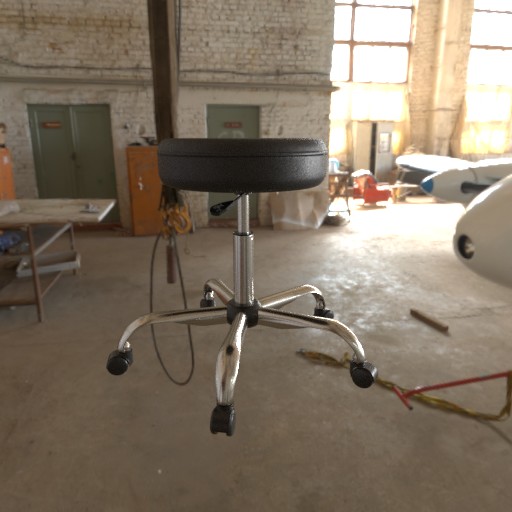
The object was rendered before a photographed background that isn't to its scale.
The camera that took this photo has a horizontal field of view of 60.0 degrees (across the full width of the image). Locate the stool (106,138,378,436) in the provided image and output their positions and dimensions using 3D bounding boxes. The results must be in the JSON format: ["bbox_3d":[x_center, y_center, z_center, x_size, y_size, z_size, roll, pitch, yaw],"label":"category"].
[{"bbox_3d":[0.000,0.000,1.120,0.638,0.576,0.673,7,17,25],"label":"stool"}]
